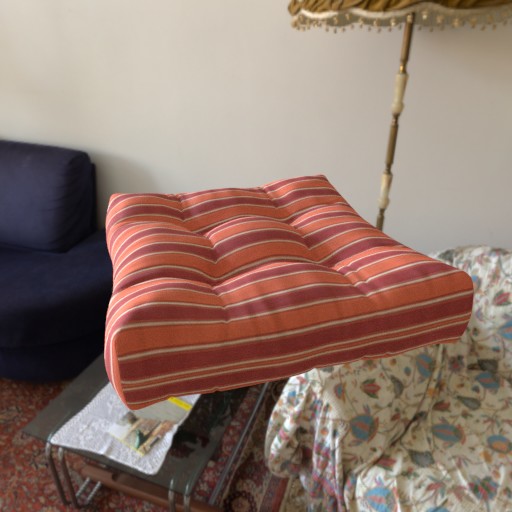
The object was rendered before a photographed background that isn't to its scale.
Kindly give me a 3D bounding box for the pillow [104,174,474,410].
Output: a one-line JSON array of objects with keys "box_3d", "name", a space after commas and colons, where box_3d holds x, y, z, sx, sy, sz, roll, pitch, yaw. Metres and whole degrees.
[{"box_3d": [0.000, 0.000, 0.720, 0.468, 0.133, 0.490, -8, 28, -15], "name": "pillow"}]
